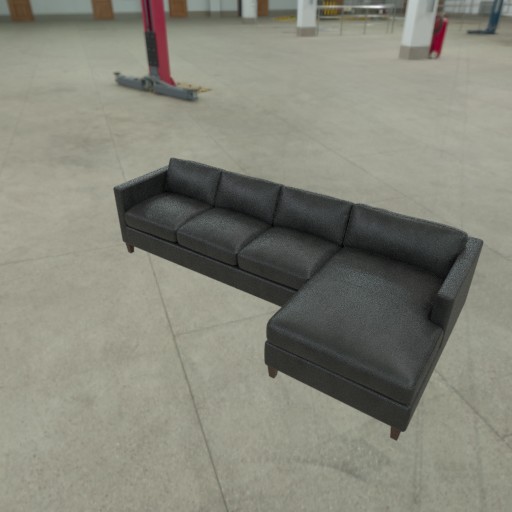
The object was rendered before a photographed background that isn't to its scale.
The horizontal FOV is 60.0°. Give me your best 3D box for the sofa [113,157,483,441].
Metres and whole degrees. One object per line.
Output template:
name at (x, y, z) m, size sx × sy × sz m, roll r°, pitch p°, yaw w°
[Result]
sofa at (0.000, 0.000, 3.793) m, size 3.203 × 0.883 × 1.581 m, roll 20°, pitch 37°, yaw 29°
